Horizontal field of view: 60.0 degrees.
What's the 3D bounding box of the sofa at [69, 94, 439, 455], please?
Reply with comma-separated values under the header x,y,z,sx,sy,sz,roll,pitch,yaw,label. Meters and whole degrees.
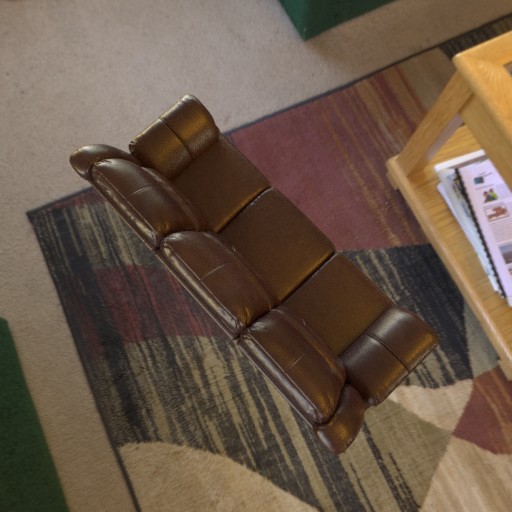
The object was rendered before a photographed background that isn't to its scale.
x,y,z,sx,sy,sz,roll,pitch,yaw,label
0.000,0.000,2.881,0.991,1.043,2.337,-42,79,-10,sofa
